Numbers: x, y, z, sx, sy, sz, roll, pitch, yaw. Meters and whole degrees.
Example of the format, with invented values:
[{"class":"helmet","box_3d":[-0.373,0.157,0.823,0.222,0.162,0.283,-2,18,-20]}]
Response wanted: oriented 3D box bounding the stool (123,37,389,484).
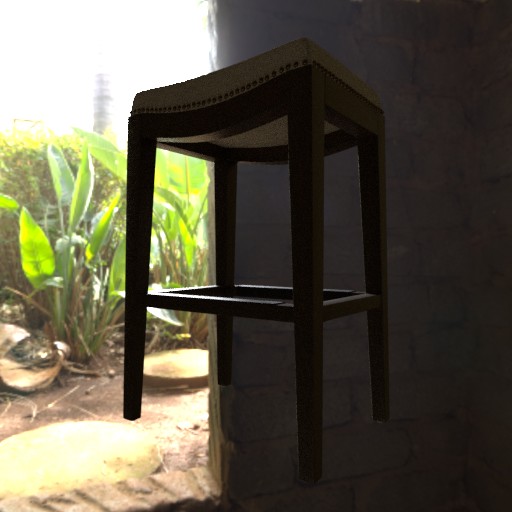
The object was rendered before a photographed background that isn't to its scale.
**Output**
[{"class":"stool","box_3d":[0.000,0.000,1.017,0.498,0.759,0.358,0,0,36]}]
